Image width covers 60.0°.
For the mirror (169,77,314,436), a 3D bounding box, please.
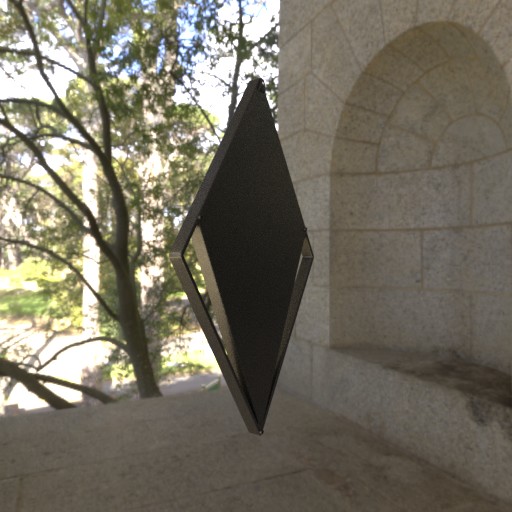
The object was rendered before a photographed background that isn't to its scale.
[{"bbox_3d":[0.000,0.000,0.846,0.032,0.679,0.419,0,-1,36],"label":"mirror"}]
